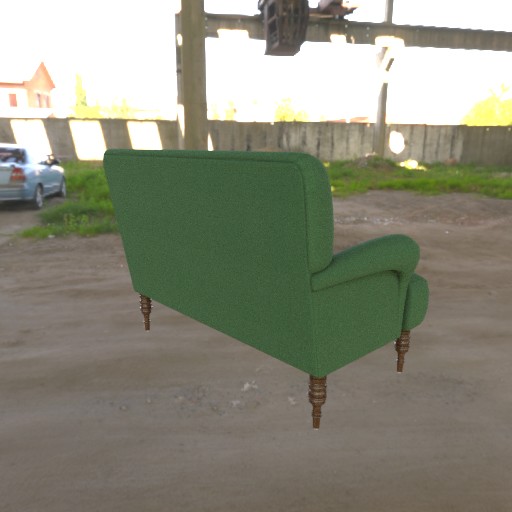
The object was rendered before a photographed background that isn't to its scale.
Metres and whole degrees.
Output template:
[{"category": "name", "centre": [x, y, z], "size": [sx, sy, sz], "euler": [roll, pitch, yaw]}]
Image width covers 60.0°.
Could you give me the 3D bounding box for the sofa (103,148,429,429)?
[{"category": "sofa", "centre": [0.000, 0.000, 1.890], "size": [0.779, 0.889, 1.297], "euler": [-13, 19, -42]}]
